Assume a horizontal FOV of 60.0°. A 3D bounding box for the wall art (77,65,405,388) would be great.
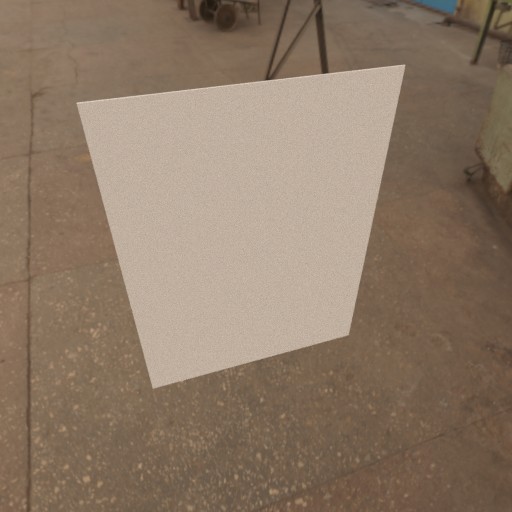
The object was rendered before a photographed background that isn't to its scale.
[{"bbox_3d":[0.000,0.000,0.789,0.457,0.610,0.003,-12,42,-14],"label":"wall art"}]
